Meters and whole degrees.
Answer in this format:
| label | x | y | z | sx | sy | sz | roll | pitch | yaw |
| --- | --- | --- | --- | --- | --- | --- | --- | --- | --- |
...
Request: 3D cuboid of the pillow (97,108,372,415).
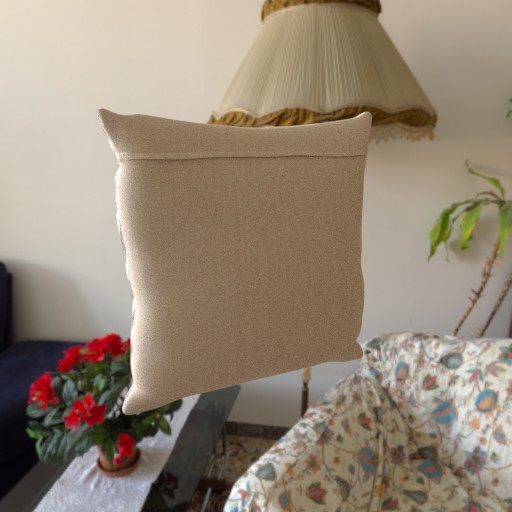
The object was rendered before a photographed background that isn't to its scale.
| label | x | y | z | sx | sy | sz | roll | pitch | yaw |
| --- | --- | --- | --- | --- | --- | --- | --- | --- | --- |
| pillow | 0.000 | 0.000 | 0.694 | 0.440 | 0.441 | 0.182 | -7 | 16 | -25 |
